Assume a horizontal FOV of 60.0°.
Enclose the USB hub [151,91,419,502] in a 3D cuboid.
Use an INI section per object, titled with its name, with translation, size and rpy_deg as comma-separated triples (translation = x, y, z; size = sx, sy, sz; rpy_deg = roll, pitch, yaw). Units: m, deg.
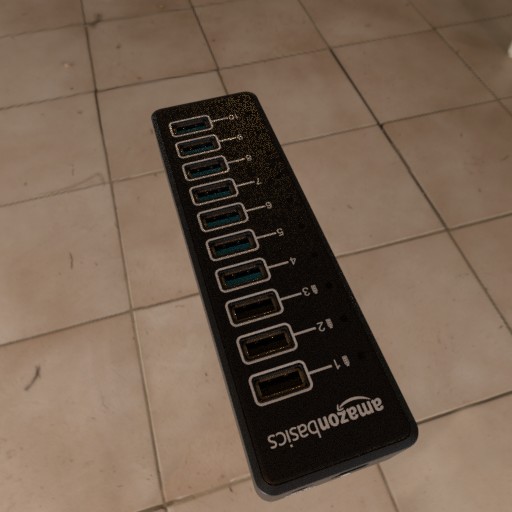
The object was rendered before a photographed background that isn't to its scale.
[USB hub]
translation = 0.000, 0.000, 0.155
size = 0.044, 0.023, 0.145
rpy_deg = -15, 59, -9
